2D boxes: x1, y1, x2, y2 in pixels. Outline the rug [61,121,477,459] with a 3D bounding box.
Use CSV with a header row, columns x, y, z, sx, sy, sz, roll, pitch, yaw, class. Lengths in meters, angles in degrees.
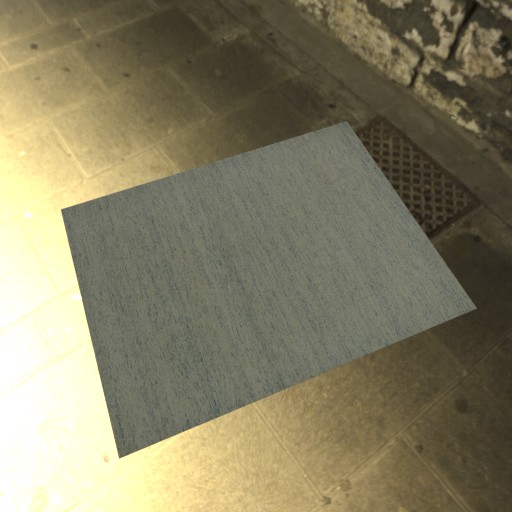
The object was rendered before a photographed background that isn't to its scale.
x,y,z,sx,sy,sz,roll,pitch,yaw,class
0.000,0.000,4.148,3.197,0.006,2.438,-20,63,-11,rug
